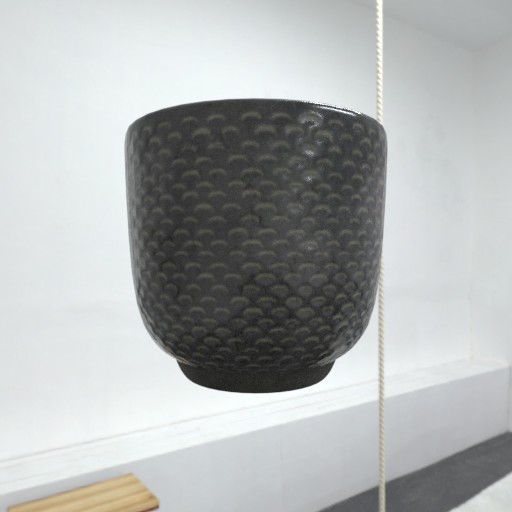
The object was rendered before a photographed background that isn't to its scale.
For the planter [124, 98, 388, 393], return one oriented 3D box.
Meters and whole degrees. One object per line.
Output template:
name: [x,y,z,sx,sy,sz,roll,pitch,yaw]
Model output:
planter: [0.000,0.000,0.246,0.140,0.129,0.140,0,1,0]
